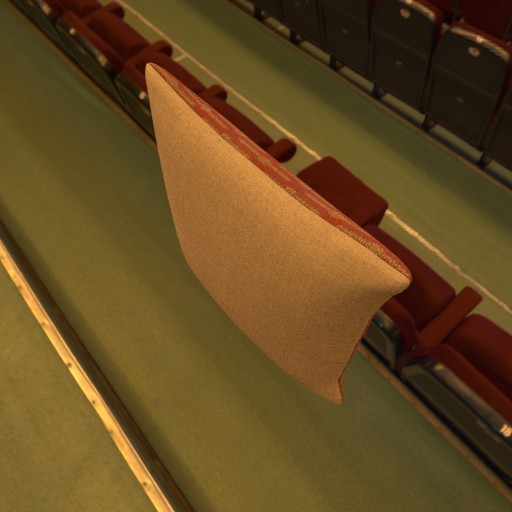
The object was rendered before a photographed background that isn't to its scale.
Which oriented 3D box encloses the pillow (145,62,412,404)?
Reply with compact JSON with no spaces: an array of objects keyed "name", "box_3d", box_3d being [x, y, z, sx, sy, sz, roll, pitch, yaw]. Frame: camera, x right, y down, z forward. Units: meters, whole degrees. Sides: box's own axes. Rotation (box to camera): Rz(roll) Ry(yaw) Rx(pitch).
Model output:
[{"name":"pillow","box_3d":[0.000,0.000,0.778,0.182,0.503,0.511,-36,64,-21]}]
